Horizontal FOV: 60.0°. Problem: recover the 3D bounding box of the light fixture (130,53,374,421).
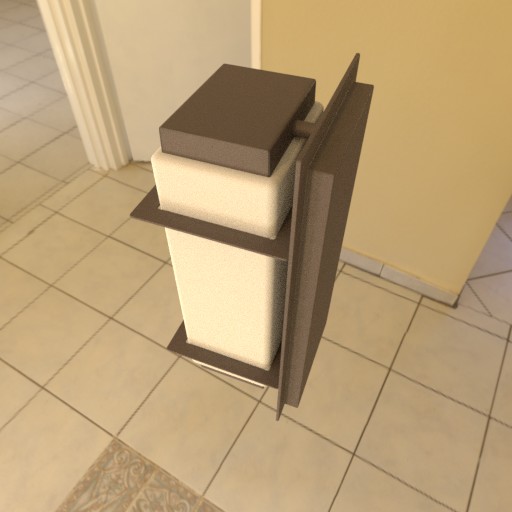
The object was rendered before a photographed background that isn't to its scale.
[{"bbox_3d":[0.000,0.000,0.431,0.146,0.347,0.153,16,49,14],"label":"light fixture"}]
